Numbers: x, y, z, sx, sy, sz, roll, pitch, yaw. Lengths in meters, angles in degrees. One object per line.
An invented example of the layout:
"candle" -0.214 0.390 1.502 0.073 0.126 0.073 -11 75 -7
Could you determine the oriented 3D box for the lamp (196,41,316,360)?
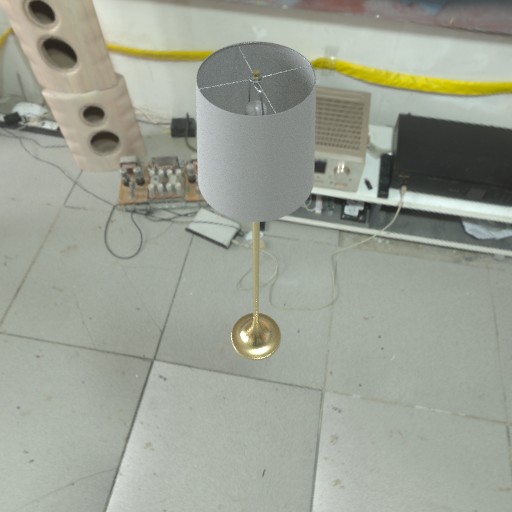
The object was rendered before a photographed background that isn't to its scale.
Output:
"lamp" 0.000 0.000 1.652 0.337 1.543 0.337 0 57 0
